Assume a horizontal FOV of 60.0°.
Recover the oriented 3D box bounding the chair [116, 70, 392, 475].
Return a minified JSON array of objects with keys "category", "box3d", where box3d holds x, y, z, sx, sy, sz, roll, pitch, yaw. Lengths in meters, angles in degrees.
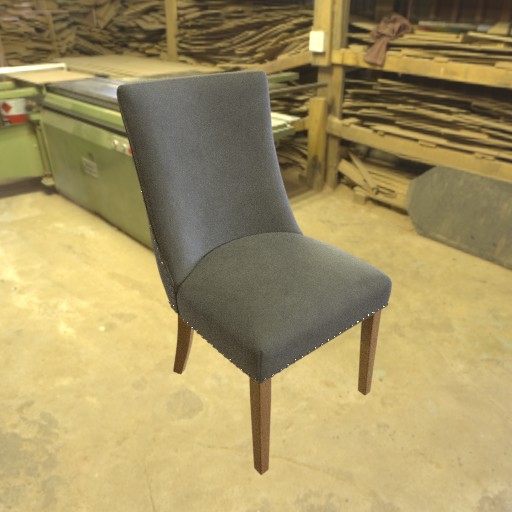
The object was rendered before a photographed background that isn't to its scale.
[{"category":"chair","box3d":[0.000,0.000,1.249,0.495,0.902,0.610,-22,36,-34]}]
